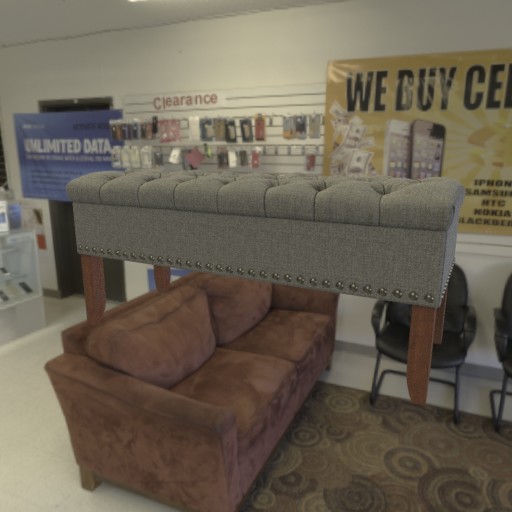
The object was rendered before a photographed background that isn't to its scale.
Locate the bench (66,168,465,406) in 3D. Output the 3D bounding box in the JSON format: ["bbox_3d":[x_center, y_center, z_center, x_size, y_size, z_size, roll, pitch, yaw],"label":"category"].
[{"bbox_3d":[0.000,0.000,1.286,1.052,0.470,0.417,7,16,26],"label":"bench"}]
